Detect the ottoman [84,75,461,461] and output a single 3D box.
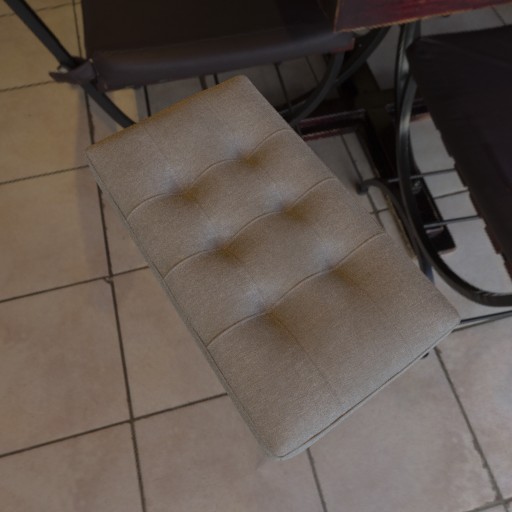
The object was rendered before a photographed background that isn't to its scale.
[{"bbox_3d":[0.000,0.000,1.497,0.648,0.514,1.143,-31,68,-14],"label":"ottoman"}]
